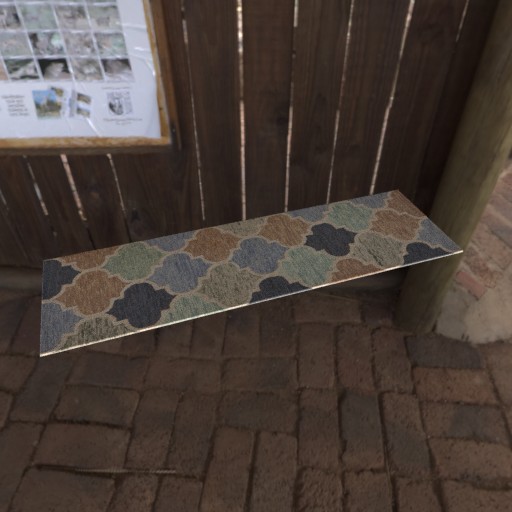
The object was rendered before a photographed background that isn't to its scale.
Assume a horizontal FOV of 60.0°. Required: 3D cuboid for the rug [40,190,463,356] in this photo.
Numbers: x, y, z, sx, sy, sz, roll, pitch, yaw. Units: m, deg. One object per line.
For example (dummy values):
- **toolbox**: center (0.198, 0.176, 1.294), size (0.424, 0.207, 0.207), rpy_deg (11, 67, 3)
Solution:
- **rug**: center (0.000, 0.000, 2.518), size (2.287, 0.011, 0.687), rpy_deg (-12, 42, -14)
